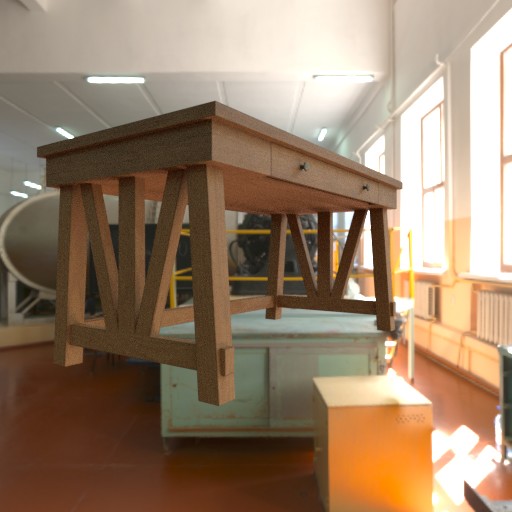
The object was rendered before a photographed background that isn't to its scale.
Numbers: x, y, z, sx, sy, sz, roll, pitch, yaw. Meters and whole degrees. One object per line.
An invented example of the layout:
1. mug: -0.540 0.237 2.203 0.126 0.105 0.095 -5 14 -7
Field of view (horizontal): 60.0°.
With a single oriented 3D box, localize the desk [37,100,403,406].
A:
1. desk: 0.000 0.000 1.925 0.813 0.762 1.499 0 0 35
